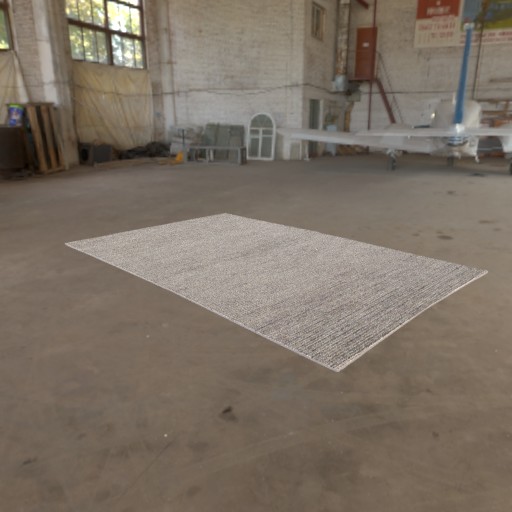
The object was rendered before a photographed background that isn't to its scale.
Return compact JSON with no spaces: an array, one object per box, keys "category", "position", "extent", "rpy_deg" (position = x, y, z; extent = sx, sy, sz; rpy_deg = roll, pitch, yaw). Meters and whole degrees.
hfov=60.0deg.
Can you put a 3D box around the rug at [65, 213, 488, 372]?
[{"category":"rug","position":[0.000,0.000,2.199],"extent":[1.162,0.022,1.804],"rpy_deg":[-16,23,-42]}]
